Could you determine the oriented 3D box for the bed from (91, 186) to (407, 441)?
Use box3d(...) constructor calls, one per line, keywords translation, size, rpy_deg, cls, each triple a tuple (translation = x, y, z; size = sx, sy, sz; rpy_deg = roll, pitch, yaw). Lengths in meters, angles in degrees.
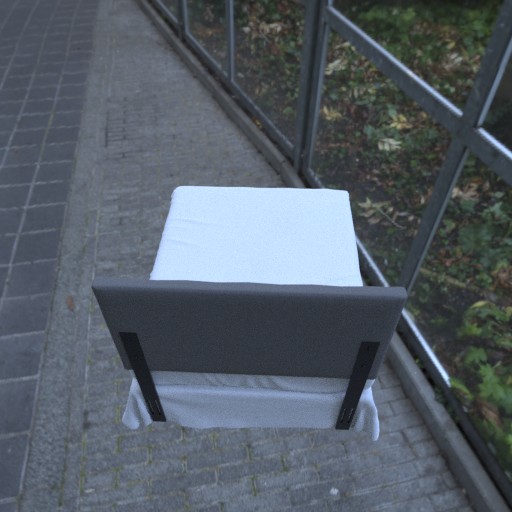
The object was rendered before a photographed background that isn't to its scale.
box3d(translation=(0.000, 0.000, 3.519), size=(1.936, 1.577, 2.222), rpy_deg=(2, 46, 2), cls="bed")
